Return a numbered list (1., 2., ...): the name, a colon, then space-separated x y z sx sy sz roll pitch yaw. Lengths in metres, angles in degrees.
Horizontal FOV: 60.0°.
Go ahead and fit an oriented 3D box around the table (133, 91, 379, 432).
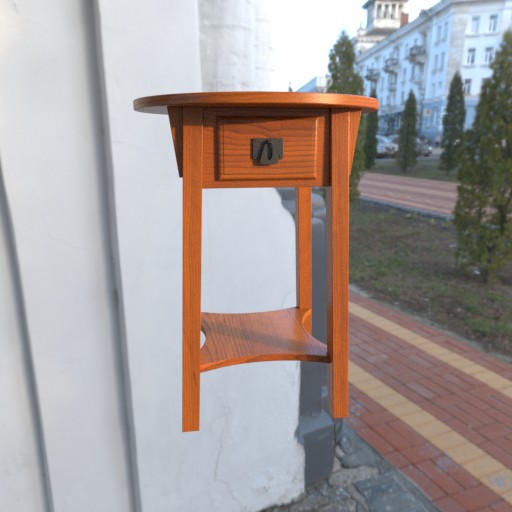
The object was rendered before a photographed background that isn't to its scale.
1. table: 0.000 0.000 0.932 0.457 0.610 0.457 0 15 0
